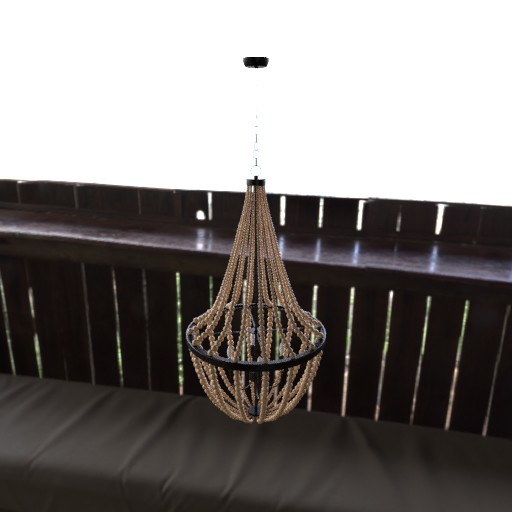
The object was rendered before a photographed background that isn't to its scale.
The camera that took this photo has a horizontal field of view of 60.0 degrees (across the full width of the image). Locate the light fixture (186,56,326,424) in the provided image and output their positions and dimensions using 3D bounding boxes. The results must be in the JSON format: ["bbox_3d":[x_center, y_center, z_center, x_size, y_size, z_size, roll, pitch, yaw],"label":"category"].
[{"bbox_3d":[0.000,0.000,1.376,0.450,1.133,0.450,0,16,0],"label":"light fixture"}]
